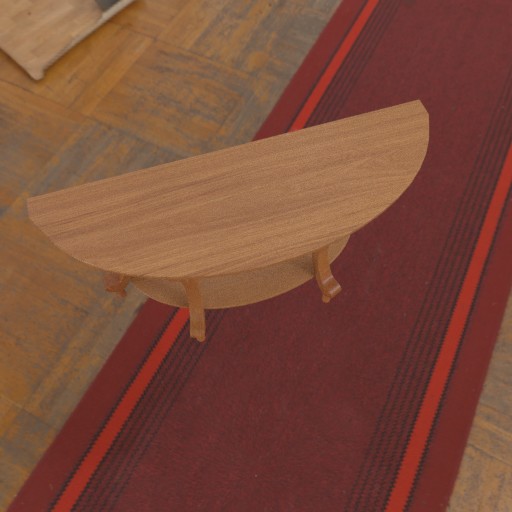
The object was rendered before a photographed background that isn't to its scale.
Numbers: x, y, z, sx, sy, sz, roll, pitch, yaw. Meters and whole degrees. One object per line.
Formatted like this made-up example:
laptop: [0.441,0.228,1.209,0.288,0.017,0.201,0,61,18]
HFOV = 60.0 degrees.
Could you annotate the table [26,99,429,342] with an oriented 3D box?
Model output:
table: [0.000,0.000,1.523,1.198,0.692,0.394,-16,65,-8]
